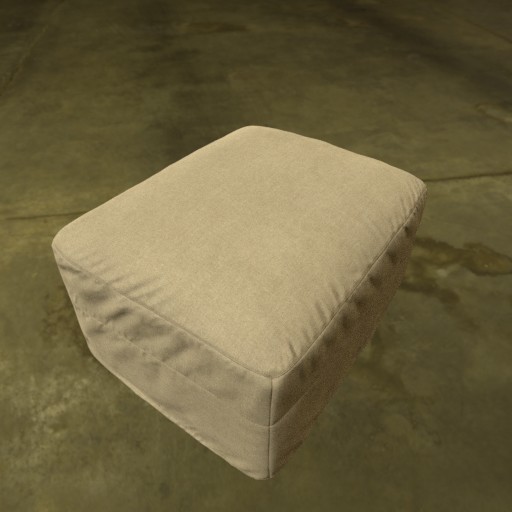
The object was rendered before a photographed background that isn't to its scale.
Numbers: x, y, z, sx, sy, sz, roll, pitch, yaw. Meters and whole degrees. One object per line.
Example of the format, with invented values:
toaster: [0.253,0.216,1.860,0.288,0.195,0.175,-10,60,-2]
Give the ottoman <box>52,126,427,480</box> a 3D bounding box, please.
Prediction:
ottoman: [0.000,0.000,1.233,0.683,0.481,0.837,25,46,26]
